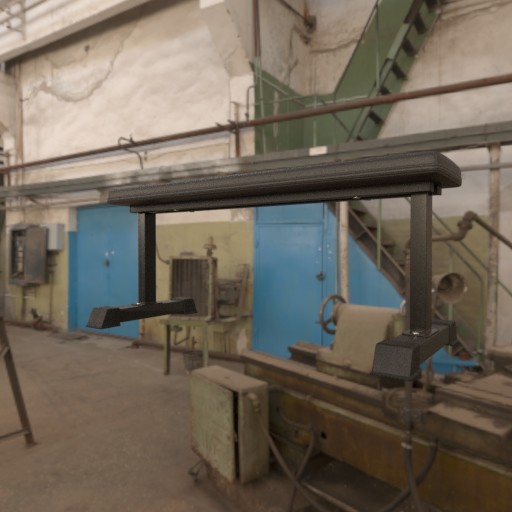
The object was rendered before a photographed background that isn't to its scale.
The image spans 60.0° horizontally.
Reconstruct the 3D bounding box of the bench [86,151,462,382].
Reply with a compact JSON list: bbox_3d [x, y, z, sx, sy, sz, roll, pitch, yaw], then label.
[{"bbox_3d":[0.000,0.000,1.291,1.072,0.453,0.439,1,1,35],"label":"bench"}]
